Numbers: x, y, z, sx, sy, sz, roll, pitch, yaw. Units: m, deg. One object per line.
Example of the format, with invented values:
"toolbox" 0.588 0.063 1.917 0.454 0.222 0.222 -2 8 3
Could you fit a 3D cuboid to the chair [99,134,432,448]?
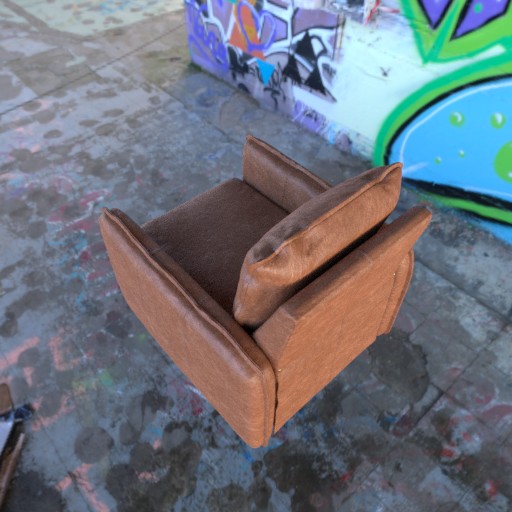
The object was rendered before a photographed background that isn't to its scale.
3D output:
"chair" 0.000 0.000 1.646 0.830 0.922 0.922 -34 56 -27
